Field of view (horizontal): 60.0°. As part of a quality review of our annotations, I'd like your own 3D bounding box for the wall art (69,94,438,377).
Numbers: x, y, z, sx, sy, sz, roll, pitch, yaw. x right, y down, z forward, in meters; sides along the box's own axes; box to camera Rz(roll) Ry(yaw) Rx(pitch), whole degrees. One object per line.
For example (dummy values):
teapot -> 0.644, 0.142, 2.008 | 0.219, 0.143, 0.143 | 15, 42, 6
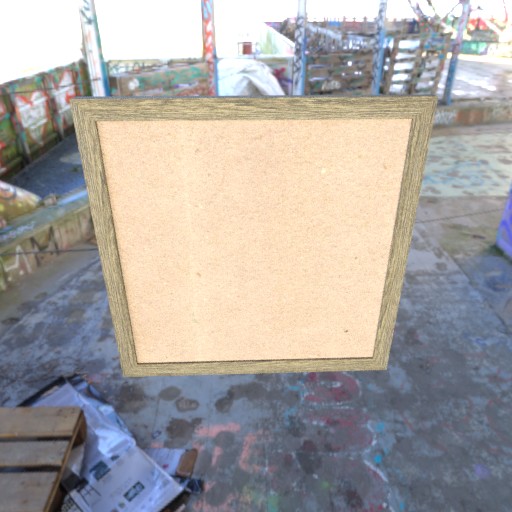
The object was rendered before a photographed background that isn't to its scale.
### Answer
wall art -> 0.000, 0.000, 0.741 | 0.508, 0.508, 0.019 | -1, 29, -2
